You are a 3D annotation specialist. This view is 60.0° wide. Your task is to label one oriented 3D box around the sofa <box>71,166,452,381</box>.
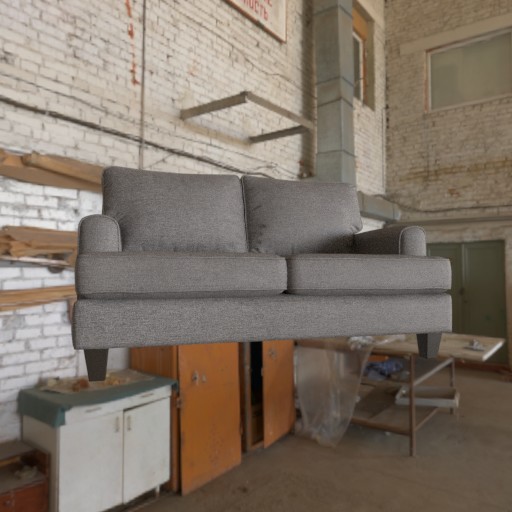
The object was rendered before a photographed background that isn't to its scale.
[{"bbox_3d":[0.000,0.000,2.240,1.651,0.965,0.965,1,-2,-17],"label":"sofa"}]
